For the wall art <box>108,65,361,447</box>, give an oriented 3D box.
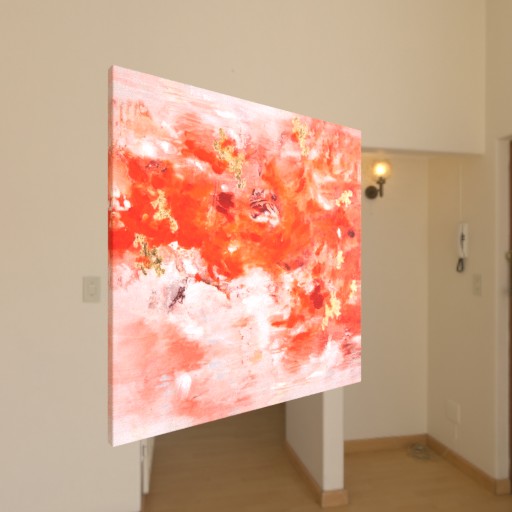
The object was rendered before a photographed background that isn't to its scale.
[{"bbox_3d":[0.000,0.000,1.306,0.878,0.878,0.066,0,0,-38],"label":"wall art"}]
